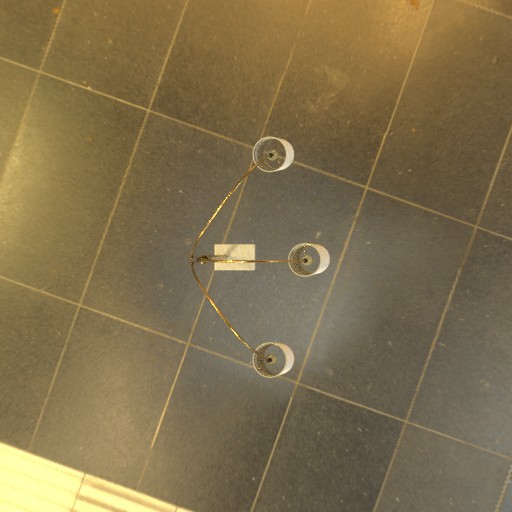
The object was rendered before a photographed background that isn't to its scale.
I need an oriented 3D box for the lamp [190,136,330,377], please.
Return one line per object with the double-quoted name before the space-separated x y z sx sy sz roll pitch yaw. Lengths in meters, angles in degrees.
"lamp" 0.000 0.000 2.529 0.667 2.055 1.020 0 90 0
